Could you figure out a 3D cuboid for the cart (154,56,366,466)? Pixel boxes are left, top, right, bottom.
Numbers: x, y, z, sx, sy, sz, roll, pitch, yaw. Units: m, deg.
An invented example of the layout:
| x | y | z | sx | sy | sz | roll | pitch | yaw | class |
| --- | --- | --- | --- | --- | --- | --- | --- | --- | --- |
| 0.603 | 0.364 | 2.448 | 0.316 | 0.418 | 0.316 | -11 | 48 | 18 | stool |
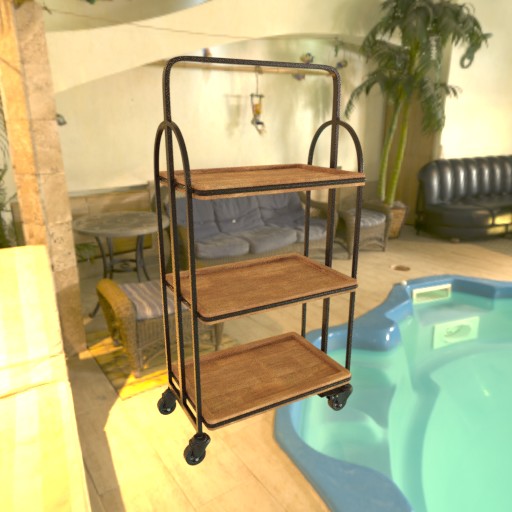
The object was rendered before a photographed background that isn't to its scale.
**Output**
| x | y | z | sx | sy | sz | roll | pitch | yaw | class |
| --- | --- | --- | --- | --- | --- | --- | --- | --- | --- |
| 0.000 | 0.000 | 1.233 | 0.553 | 1.001 | 0.327 | -9 | 20 | -27 | cart |
